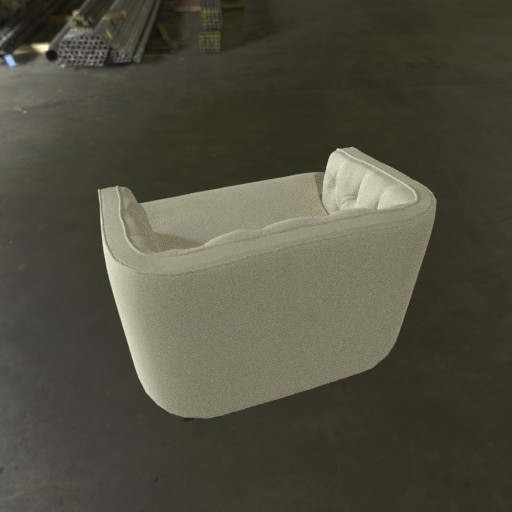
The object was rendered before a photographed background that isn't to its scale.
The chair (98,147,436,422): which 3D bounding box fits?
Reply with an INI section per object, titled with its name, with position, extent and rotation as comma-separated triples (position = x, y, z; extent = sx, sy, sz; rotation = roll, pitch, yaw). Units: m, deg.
[chair]
position = 0.000, 0.000, 1.783
extent = 1.104, 0.852, 0.941
rotation = -12, 42, -14
